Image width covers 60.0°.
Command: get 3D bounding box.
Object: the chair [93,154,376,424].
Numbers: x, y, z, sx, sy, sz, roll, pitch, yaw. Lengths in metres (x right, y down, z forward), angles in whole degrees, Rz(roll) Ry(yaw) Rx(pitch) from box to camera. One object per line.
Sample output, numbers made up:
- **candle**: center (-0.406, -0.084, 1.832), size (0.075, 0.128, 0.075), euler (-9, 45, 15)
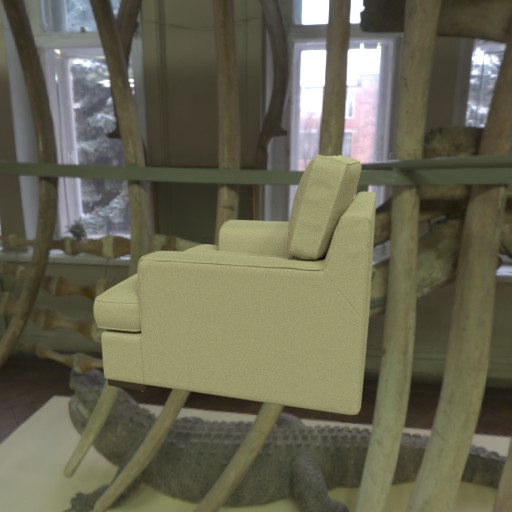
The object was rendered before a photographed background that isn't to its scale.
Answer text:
- **chair**: center (0.000, 0.000, 2.257), size (1.274, 1.005, 1.293), euler (2, 13, 8)
